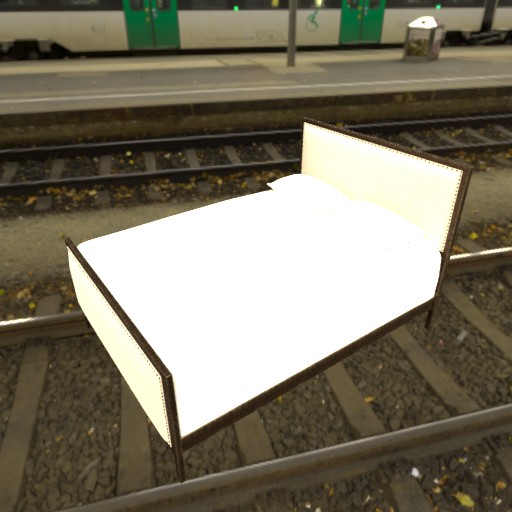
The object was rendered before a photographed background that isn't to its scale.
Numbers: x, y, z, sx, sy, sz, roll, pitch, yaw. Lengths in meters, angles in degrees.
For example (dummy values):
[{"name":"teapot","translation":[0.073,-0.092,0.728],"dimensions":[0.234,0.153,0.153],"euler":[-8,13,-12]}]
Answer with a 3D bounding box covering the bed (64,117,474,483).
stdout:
[{"name":"bed","translation":[0.000,0.000,3.124],"dimensions":[2.221,1.313,1.607],"euler":[-20,36,-30]}]
